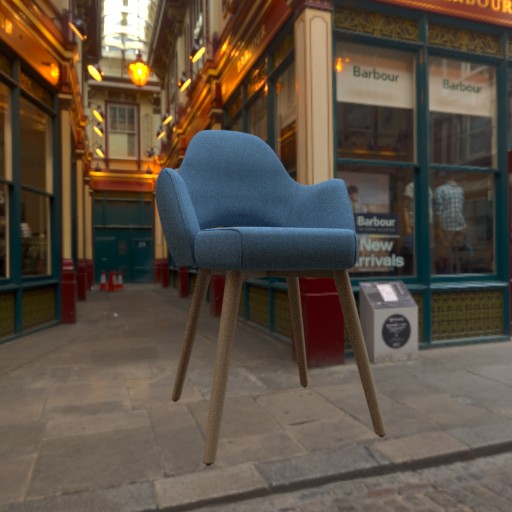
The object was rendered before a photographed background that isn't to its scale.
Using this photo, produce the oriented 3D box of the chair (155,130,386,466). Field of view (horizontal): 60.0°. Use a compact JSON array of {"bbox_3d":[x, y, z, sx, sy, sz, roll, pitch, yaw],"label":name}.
[{"bbox_3d":[0.000,0.000,1.356,0.589,0.920,0.666,0,0,-20],"label":"chair"}]
